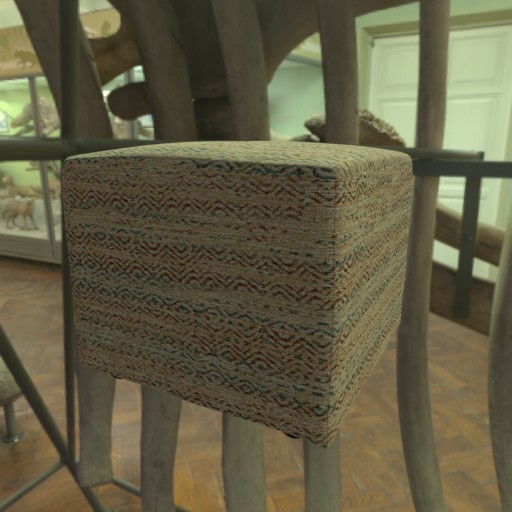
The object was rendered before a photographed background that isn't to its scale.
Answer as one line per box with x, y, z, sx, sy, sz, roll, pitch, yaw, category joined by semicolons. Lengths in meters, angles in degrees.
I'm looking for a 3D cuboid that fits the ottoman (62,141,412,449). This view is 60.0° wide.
0.000;0.000;0.902;0.512;0.453;0.521;8;17;28;ottoman
